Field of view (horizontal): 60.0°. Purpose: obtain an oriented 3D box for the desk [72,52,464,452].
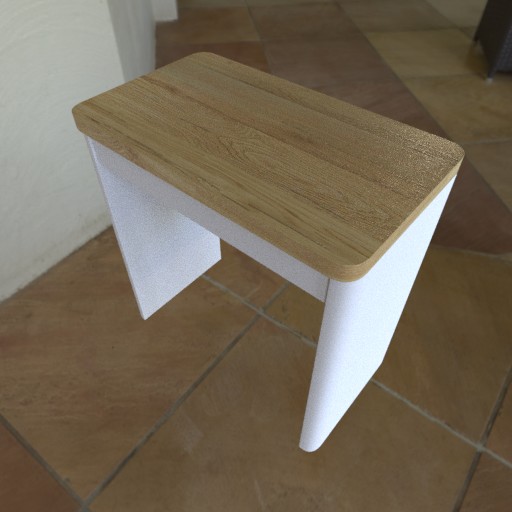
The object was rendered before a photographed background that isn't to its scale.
[{"bbox_3d":[0.000,0.000,1.228,0.760,0.790,0.440,32,54,27],"label":"desk"}]
